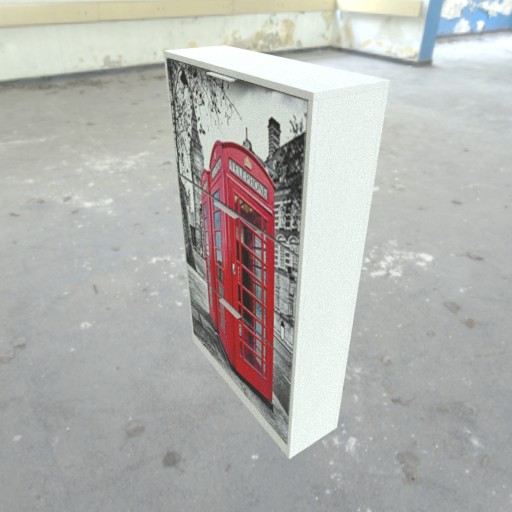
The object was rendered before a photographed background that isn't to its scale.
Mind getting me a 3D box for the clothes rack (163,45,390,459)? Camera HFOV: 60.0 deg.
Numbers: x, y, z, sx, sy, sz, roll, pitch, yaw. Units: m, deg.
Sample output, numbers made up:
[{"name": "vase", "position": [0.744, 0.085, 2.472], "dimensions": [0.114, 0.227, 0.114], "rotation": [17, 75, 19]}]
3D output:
[{"name": "clothes rack", "position": [0.000, 0.000, 1.586], "dimensions": [0.250, 1.280, 0.750], "rotation": [-20, 37, -29]}]
